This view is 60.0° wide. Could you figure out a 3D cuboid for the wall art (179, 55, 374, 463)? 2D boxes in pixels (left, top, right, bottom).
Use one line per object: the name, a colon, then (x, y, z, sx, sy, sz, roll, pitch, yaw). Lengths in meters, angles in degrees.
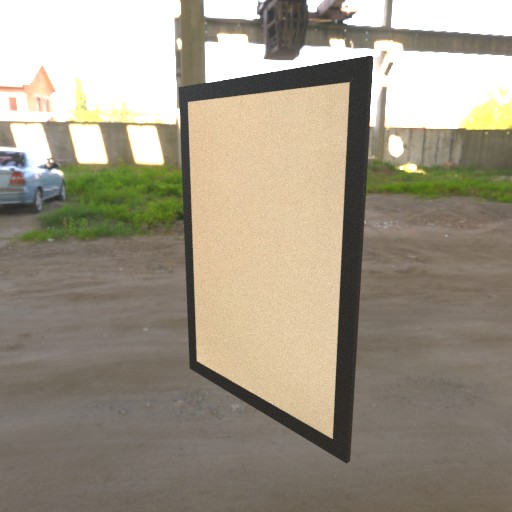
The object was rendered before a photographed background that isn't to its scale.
wall art: (0.000, 0.000, 0.693, 0.008, 0.530, 0.379, -13, 19, -42)
